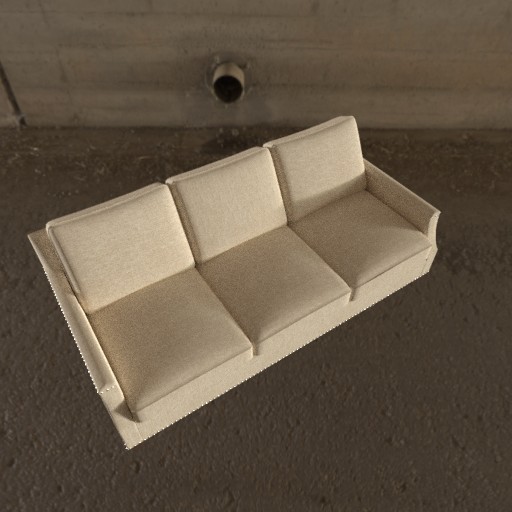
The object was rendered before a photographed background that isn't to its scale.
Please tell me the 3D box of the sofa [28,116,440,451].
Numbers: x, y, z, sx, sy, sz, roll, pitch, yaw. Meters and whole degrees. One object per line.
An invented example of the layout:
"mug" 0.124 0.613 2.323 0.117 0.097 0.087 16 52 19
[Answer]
"sofa" 0.000 0.000 2.695 2.210 0.940 1.041 -25 51 -22
